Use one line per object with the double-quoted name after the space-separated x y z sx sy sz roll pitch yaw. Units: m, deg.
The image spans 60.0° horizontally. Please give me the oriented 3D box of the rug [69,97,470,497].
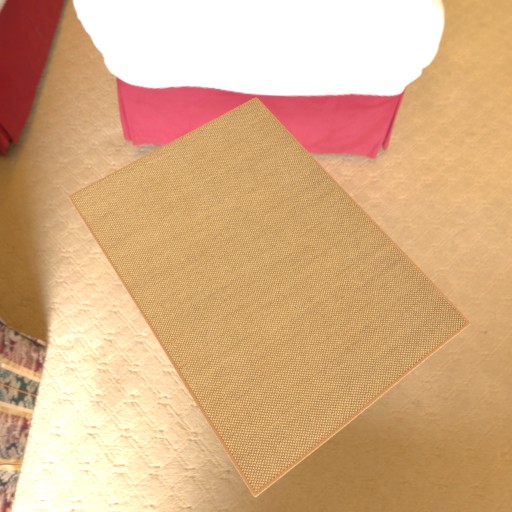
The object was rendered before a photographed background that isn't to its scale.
0.000 0.000 2.725 1.524 0.013 2.134 -33 69 -14 "rug"
